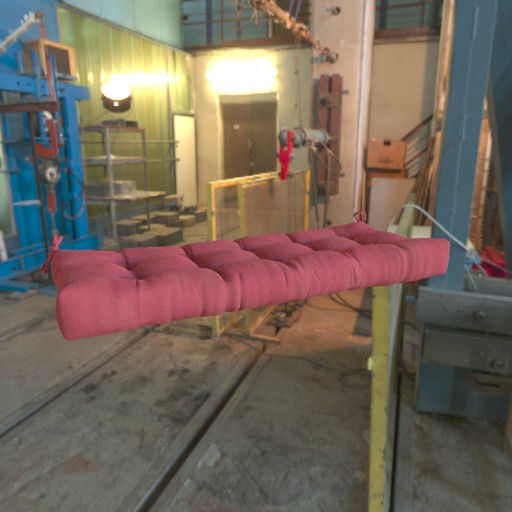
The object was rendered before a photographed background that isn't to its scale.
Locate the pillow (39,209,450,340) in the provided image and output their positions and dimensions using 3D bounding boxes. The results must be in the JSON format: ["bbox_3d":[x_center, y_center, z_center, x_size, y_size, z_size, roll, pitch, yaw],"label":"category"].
[{"bbox_3d":[0.000,0.000,1.350,1.194,0.174,0.511,-7,16,-25],"label":"pillow"}]
